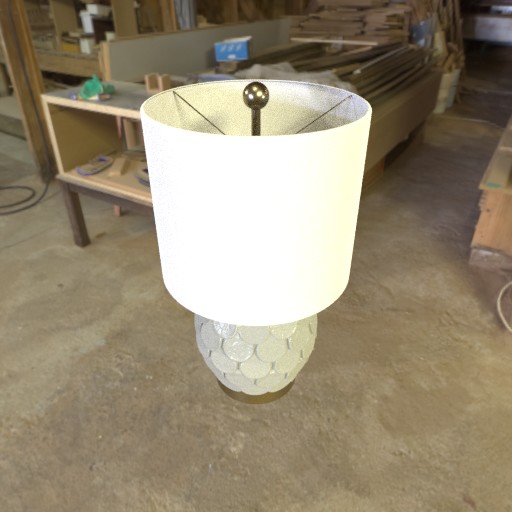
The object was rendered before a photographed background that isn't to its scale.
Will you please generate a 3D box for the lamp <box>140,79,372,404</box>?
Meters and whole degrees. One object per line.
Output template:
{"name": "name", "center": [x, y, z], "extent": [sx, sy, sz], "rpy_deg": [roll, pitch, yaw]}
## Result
{"name": "lamp", "center": [0.000, 0.000, 0.607], "extent": [0.254, 0.452, 0.254], "rpy_deg": [0, 33, 0]}
